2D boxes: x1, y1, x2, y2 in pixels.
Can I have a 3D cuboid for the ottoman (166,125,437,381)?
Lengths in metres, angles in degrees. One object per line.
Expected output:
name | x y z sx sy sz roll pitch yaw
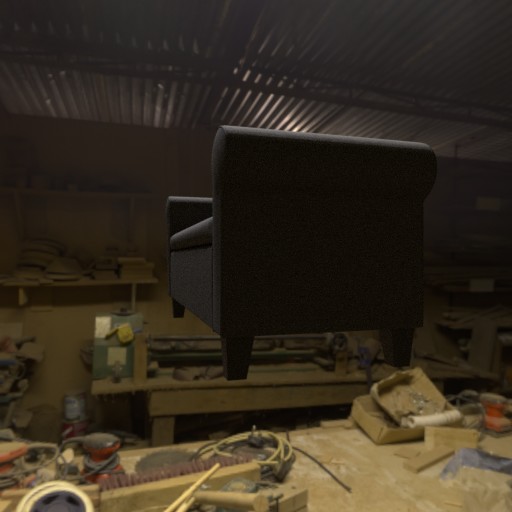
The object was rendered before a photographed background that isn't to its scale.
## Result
ottoman | 0.000 0.000 1.552 0.521 0.547 1.256 0 0 -17
